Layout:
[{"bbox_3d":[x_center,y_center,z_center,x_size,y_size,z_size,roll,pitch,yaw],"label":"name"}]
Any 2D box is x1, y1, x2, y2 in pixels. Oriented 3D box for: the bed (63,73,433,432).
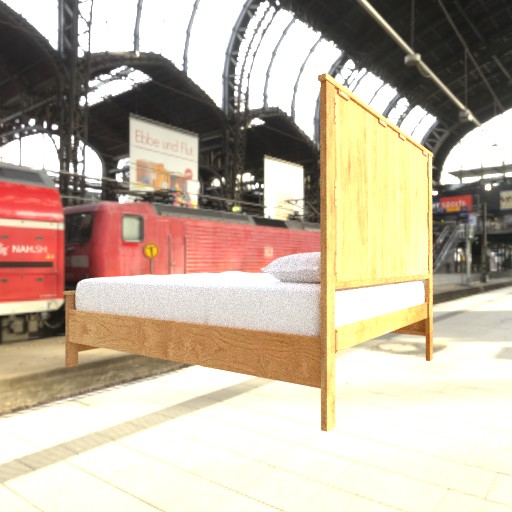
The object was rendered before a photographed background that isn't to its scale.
[{"bbox_3d":[0.000,0.000,3.498,2.201,1.686,1.936,-1,-1,36],"label":"bed"}]
